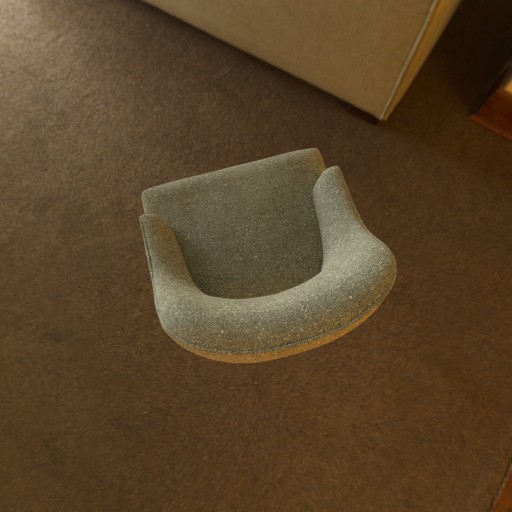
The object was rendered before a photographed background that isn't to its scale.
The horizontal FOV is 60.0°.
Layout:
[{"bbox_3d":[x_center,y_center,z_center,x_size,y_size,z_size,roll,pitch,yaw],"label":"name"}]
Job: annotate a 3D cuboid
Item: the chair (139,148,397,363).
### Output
[{"bbox_3d":[0.000,0.000,1.311,0.608,0.875,0.629,-15,75,-4],"label":"chair"}]
